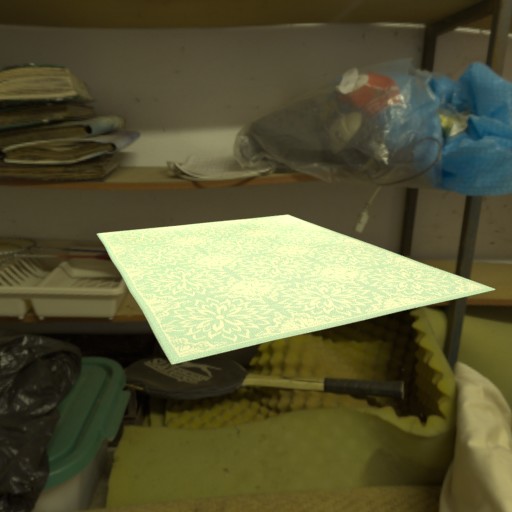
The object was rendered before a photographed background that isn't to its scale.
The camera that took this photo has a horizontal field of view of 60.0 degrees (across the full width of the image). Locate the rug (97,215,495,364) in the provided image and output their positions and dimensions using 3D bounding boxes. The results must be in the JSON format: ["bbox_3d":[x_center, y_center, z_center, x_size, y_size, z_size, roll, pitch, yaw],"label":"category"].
[{"bbox_3d":[0.000,0.000,3.959,2.363,0.012,2.980,-8,18,-25],"label":"rug"}]
